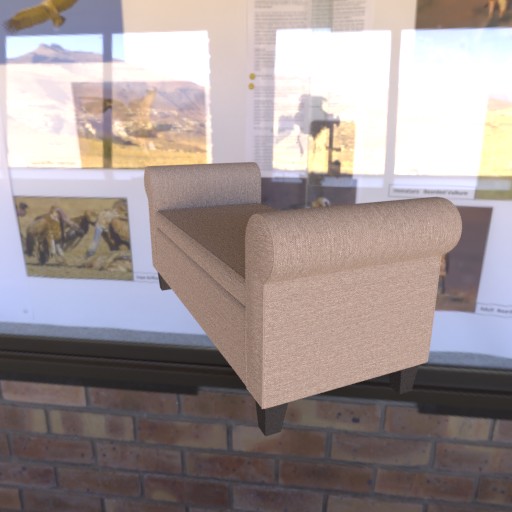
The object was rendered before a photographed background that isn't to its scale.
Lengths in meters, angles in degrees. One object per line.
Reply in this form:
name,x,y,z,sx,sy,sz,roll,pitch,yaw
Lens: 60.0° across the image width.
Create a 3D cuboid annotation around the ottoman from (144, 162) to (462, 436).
ottoman,0.000,0.000,1.557,0.521,0.547,1.256,-8,18,-24
